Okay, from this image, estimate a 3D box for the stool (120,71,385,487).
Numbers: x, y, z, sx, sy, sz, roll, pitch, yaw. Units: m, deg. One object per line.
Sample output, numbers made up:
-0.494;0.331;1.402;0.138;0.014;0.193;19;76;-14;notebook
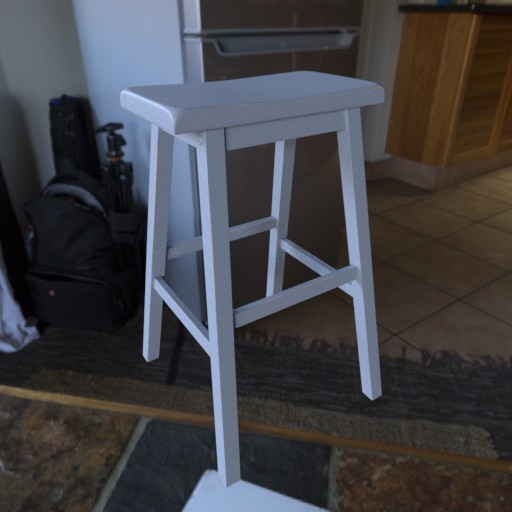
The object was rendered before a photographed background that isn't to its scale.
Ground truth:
0.000;0.000;1.015;0.457;0.737;0.476;-18;34;-28;stool
